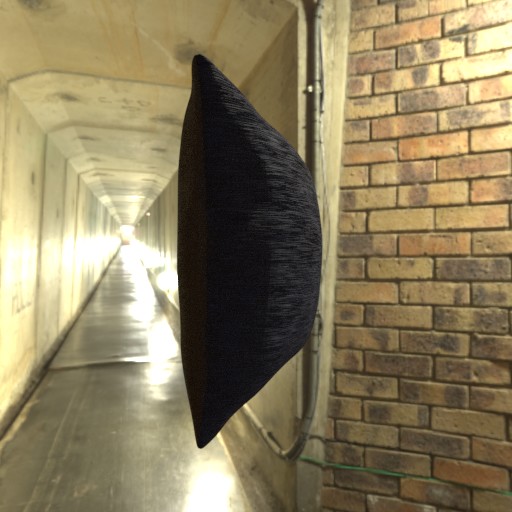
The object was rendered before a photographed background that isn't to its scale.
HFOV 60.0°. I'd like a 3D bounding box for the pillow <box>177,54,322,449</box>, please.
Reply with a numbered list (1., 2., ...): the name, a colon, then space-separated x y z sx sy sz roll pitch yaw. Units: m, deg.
1. pillow: 0.000 0.000 0.699 0.204 0.439 0.452 0 -1 16
